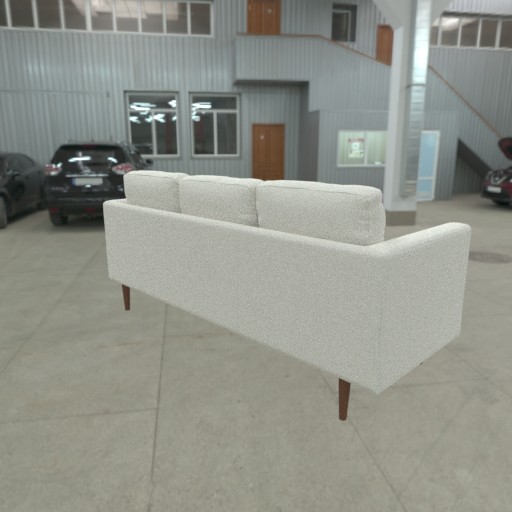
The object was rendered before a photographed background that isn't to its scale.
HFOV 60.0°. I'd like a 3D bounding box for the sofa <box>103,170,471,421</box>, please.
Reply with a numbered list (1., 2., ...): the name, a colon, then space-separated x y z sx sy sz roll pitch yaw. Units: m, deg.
1. sofa: 0.000 0.000 2.490 0.802 0.912 2.029 -13 19 -43
